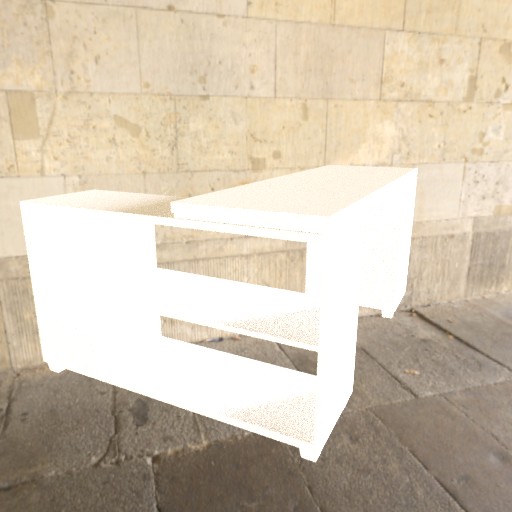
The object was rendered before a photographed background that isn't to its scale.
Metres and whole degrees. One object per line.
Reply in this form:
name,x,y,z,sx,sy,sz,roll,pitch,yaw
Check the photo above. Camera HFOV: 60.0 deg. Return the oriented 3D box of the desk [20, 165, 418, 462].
desk,0.000,0.000,2.132,1.199,0.759,1.524,8,18,26
